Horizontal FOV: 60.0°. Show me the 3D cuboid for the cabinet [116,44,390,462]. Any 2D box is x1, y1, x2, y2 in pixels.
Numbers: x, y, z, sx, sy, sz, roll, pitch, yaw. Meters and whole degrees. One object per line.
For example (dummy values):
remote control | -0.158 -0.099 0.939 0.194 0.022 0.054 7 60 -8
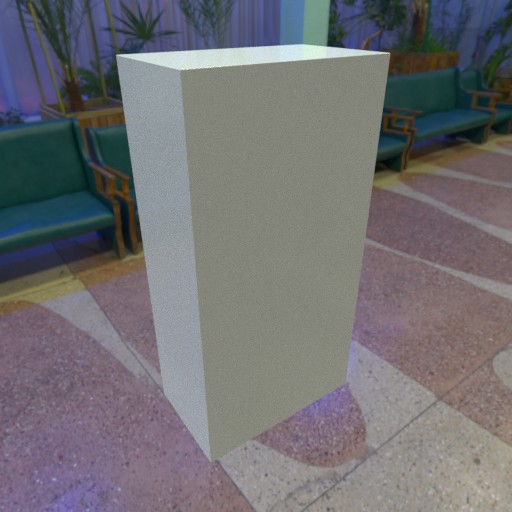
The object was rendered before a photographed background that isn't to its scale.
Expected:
cabinet | 0.000 0.000 2.305 0.980 1.920 0.580 -19 35 -30
